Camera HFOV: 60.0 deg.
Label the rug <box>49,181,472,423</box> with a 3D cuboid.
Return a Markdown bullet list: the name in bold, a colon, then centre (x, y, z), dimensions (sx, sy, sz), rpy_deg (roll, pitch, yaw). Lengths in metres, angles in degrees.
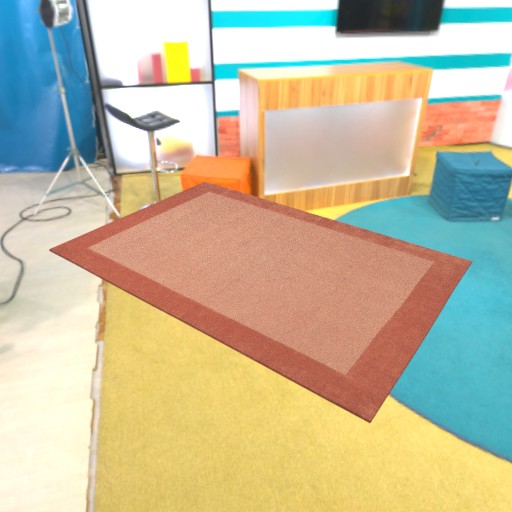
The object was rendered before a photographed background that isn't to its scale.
- **rug**: centre (0.000, 0.000, 2.298), dimensions (1.829, 0.014, 1.219), rpy_deg (21, 37, 31)
